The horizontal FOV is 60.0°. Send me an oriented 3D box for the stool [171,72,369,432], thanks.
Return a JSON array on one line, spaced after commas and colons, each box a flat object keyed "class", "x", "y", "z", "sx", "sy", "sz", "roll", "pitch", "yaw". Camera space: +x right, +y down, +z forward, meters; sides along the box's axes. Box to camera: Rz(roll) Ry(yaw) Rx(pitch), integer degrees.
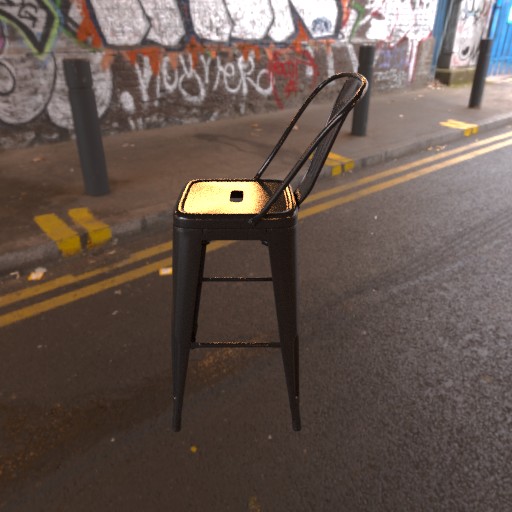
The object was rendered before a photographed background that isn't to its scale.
[{"class": "stool", "x": 0.000, "y": 0.000, "z": 1.338, "sx": 0.528, "sy": 1.022, "sz": 0.432, "roll": 0, "pitch": 27, "yaw": 0}]
